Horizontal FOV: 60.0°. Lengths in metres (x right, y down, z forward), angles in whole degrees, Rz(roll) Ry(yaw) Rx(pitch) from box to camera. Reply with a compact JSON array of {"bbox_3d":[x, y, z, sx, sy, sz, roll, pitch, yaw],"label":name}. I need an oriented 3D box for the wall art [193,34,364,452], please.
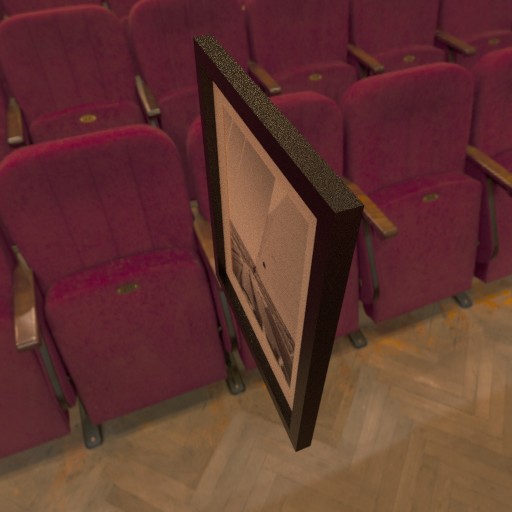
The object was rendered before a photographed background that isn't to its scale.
[{"bbox_3d":[0.000,0.000,0.750,0.031,0.558,0.461,-16,48,-15],"label":"wall art"}]
